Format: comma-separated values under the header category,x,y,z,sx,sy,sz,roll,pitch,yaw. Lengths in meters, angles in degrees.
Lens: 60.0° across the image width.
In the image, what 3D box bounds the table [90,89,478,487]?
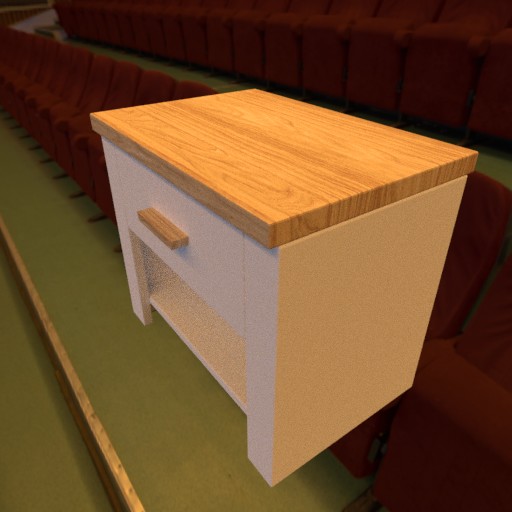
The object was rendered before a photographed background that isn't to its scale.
category,x,y,z,sx,sy,sz,roll,pitch,yaw
table,0.000,0.000,0.777,0.360,0.440,0.500,-21,37,-30
